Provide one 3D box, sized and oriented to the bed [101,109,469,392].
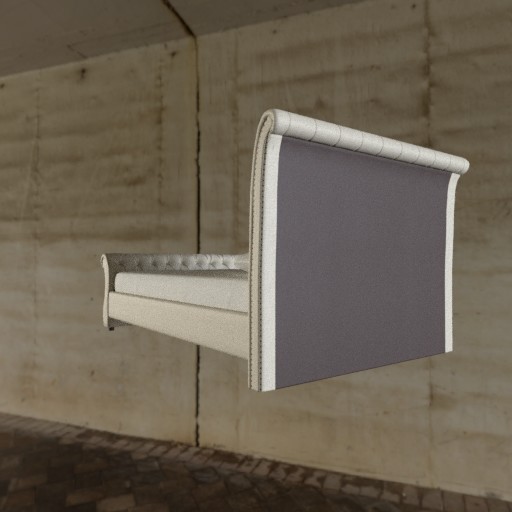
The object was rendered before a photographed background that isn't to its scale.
[{"bbox_3d":[0.000,0.000,3.382,1.606,1.268,2.493,1,-1,-36],"label":"bed"}]
